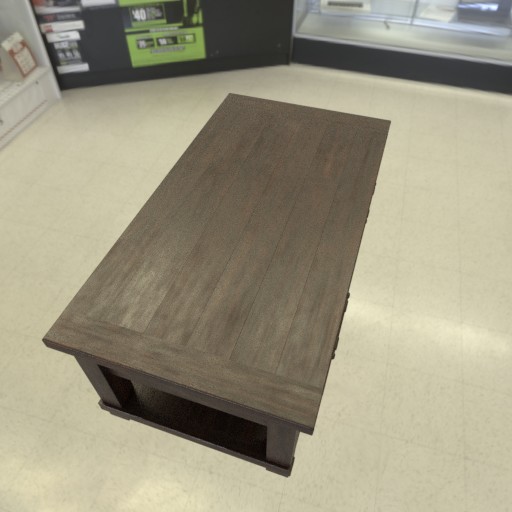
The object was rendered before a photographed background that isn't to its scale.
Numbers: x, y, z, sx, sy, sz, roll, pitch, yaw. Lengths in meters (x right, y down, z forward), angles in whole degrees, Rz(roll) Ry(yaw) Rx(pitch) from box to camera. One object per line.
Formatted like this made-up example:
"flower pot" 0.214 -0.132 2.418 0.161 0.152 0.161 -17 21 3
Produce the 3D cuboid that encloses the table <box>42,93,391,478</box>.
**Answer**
"table" 0.000 0.000 1.586 0.700 0.494 1.270 14 50 12
